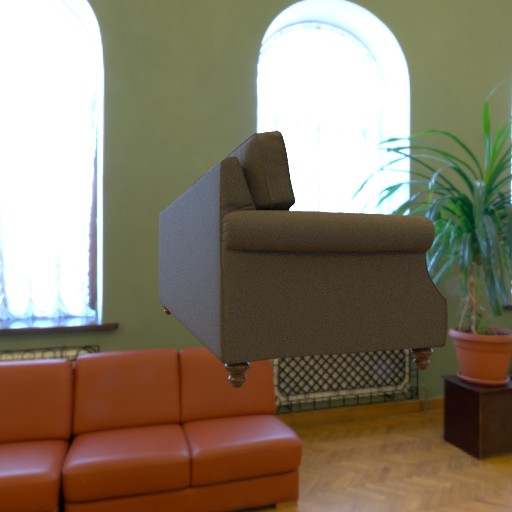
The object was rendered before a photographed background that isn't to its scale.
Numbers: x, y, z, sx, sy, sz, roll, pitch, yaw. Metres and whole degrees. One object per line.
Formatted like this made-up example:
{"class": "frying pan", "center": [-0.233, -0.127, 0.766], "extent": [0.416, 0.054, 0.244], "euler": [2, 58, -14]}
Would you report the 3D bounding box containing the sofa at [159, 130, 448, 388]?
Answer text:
{"class": "sofa", "center": [0.000, 0.000, 2.705], "extent": [0.966, 0.948, 2.353], "euler": [0, 0, -18]}
